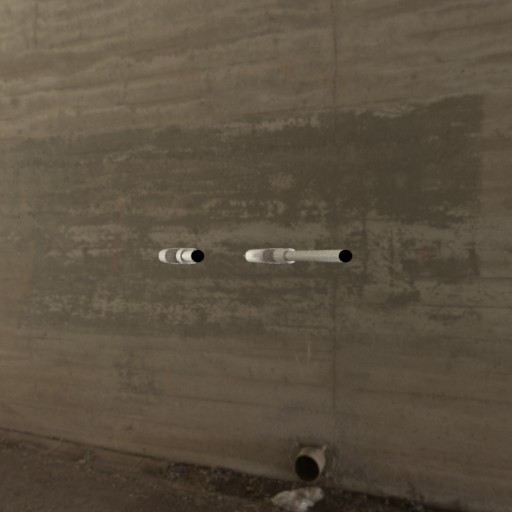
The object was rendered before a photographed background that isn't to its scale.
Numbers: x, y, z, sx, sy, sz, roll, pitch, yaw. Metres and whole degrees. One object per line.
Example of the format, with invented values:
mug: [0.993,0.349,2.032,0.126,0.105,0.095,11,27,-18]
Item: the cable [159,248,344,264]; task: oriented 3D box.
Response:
cable: [0.000,0.000,0.113,0.041,0.005,0.098,0,0,-18]
